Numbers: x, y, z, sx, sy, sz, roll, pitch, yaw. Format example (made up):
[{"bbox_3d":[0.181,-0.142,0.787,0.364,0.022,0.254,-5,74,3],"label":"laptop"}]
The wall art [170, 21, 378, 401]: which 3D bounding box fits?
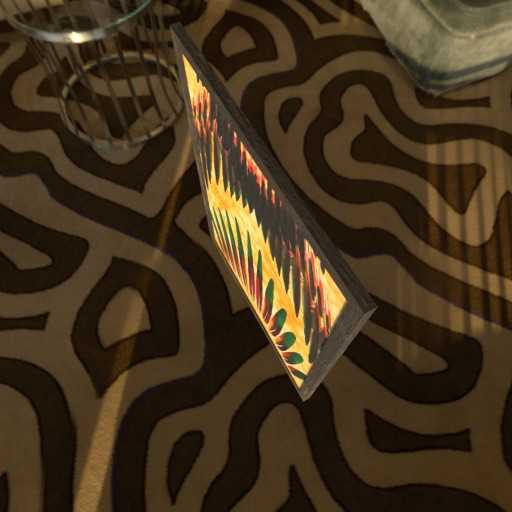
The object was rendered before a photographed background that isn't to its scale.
[{"bbox_3d":[0.000,0.000,1.379,0.029,1.066,0.812,-26,67,-12],"label":"wall art"}]
